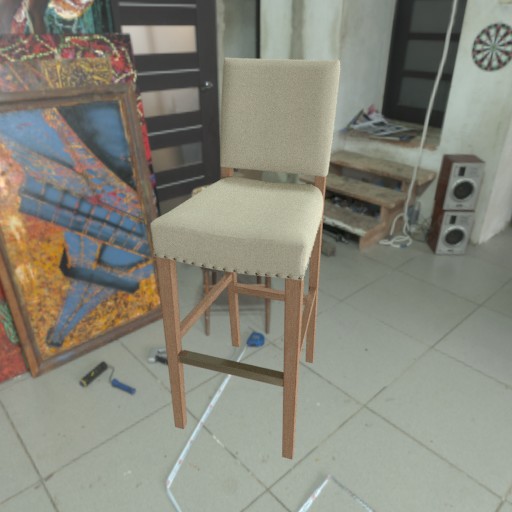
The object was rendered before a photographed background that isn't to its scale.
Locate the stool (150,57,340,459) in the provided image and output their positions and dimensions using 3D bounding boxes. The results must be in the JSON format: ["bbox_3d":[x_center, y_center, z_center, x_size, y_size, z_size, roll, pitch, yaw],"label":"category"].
[{"bbox_3d":[0.000,0.000,1.436,0.428,1.143,0.546,9,29,16],"label":"stool"}]
